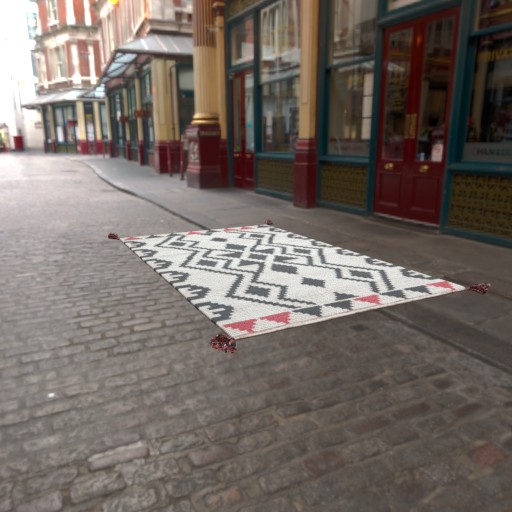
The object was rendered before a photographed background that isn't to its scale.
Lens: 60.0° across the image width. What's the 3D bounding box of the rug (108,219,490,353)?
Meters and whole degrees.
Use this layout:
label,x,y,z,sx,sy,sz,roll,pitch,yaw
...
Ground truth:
label,x,y,z,sx,sy,sz,roll,pitch,yaw
rug,0.000,0.000,3.311,1.741,0.066,2.672,-7,16,-27
